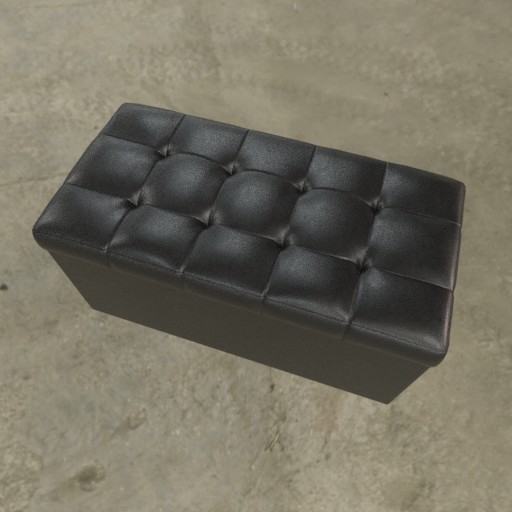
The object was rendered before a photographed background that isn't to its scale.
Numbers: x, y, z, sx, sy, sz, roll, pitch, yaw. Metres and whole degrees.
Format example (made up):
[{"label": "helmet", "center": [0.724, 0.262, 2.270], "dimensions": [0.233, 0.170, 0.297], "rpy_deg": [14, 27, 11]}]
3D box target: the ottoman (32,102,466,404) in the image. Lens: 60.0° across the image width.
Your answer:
[{"label": "ottoman", "center": [0.000, 0.000, 1.102], "dimensions": [0.838, 0.470, 0.432], "rpy_deg": [16, 60, 9]}]
